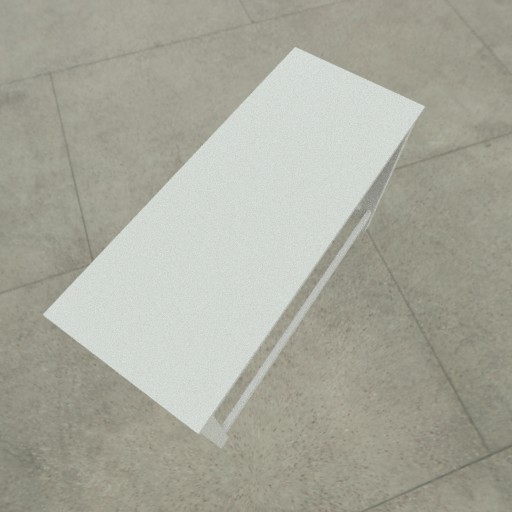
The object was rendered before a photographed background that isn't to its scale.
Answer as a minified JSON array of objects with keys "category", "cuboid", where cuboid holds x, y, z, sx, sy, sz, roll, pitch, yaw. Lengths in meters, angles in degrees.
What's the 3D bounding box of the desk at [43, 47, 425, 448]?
[{"category":"desk","cuboid":[0.000,0.000,1.611,0.504,0.762,1.191,32,68,15]}]
